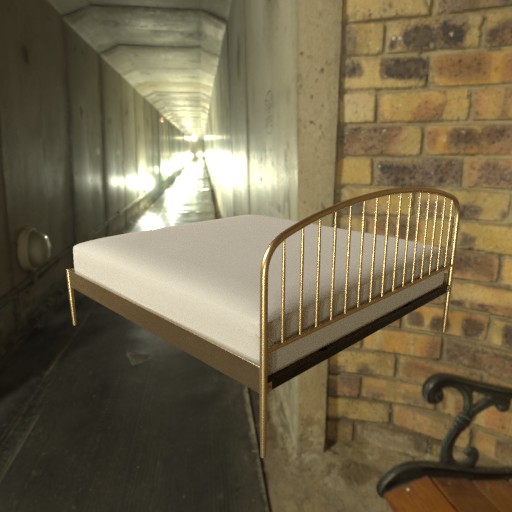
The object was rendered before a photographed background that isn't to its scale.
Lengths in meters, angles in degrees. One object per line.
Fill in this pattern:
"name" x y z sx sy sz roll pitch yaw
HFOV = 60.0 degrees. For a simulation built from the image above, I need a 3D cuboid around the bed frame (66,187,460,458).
"bed frame" 0.000 0.000 3.330 2.016 1.174 2.152 -14 21 -43
